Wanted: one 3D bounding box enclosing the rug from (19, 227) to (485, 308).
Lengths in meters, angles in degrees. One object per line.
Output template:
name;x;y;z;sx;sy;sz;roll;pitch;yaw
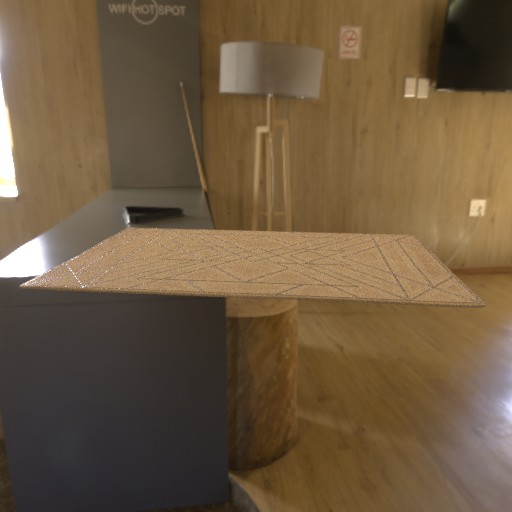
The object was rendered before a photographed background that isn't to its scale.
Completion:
rug;0.000;0.000;3.052;2.459;0.023;1.575;2;16;6
